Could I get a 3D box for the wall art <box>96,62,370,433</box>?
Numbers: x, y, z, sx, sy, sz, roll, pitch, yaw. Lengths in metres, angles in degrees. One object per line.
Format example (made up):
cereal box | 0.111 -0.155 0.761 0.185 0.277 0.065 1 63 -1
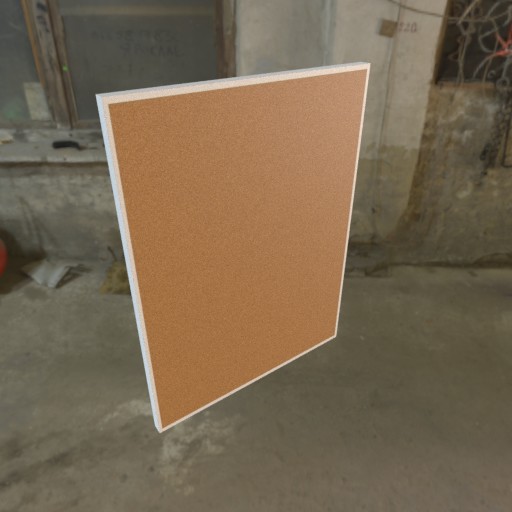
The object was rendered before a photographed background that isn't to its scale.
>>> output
wall art | 0.000 0.000 1.378 0.795 1.050 0.039 -21 37 -30
